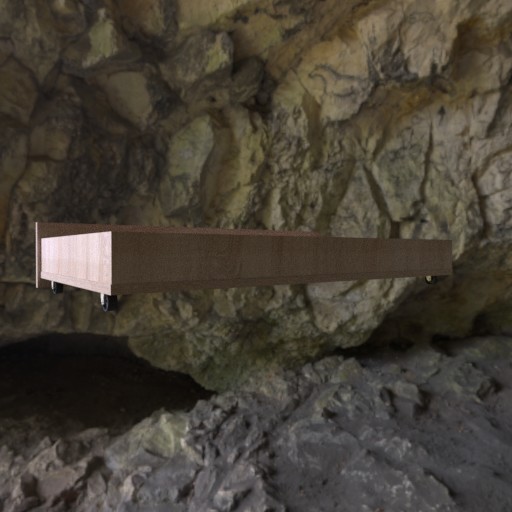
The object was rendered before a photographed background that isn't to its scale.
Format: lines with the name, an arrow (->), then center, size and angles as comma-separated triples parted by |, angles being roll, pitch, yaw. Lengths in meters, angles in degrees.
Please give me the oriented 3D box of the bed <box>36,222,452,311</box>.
bed -> 0.000, 0.000, 1.458 | 1.200, 0.209, 0.685 | -1, 1, -36
